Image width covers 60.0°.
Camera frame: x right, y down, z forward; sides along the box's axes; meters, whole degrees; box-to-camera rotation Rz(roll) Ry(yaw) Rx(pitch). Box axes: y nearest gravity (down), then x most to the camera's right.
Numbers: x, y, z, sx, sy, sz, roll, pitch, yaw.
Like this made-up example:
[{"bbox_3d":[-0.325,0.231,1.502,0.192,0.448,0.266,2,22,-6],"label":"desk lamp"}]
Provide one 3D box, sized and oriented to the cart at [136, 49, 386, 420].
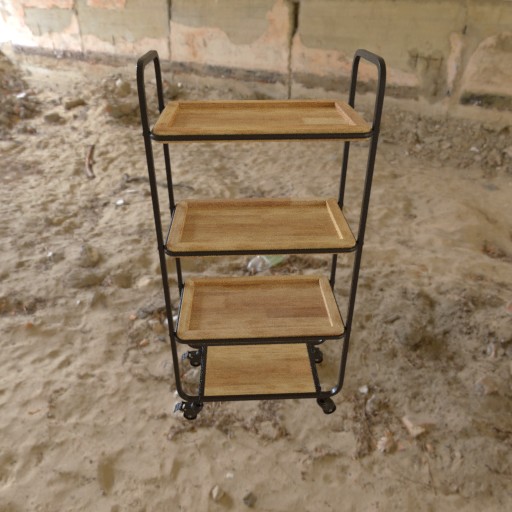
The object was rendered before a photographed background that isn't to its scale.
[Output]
[{"bbox_3d":[0.000,0.000,1.292,0.545,1.080,0.321,-1,31,-2],"label":"cart"}]
